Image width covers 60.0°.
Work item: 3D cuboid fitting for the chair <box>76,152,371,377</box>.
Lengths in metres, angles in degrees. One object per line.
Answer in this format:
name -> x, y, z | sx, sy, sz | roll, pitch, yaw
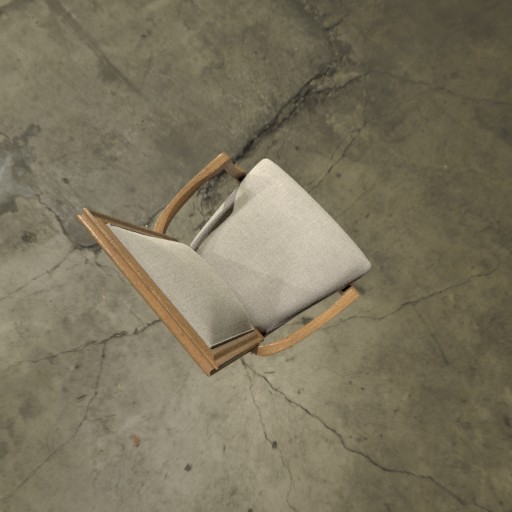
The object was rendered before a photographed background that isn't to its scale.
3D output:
chair -> 0.000, 0.000, 1.375 | 0.602, 0.990, 0.606 | -41, 79, -9
